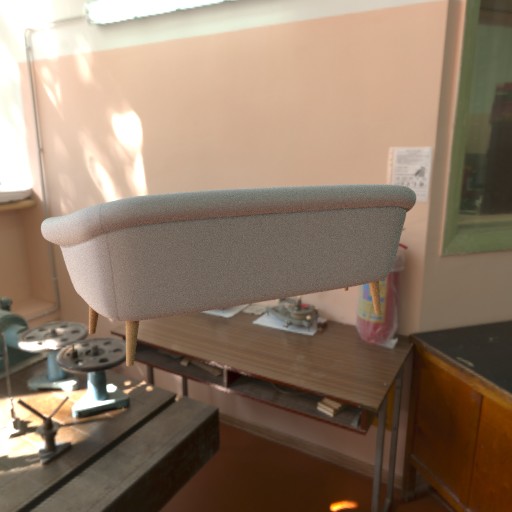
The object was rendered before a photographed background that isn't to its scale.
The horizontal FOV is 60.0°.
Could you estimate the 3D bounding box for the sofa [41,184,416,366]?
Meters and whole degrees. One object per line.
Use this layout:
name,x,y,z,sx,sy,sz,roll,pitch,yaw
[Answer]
sofa,0.000,0.000,2.522,2.160,0.795,0.827,-7,15,-26
